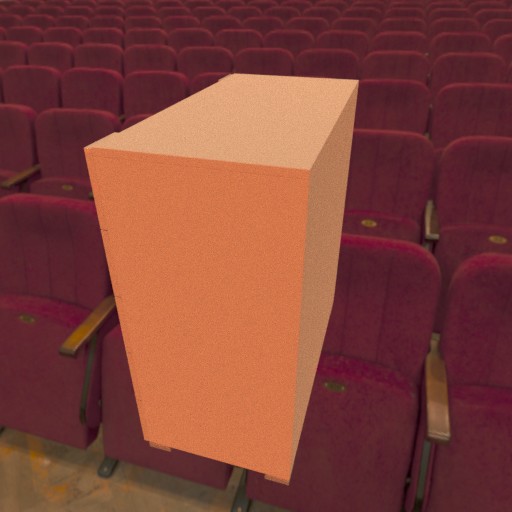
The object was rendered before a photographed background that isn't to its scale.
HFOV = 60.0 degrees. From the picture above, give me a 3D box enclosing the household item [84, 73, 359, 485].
[{"bbox_3d":[0.000,0.000,1.313,0.420,0.870,0.800,9,33,14],"label":"household item"}]
